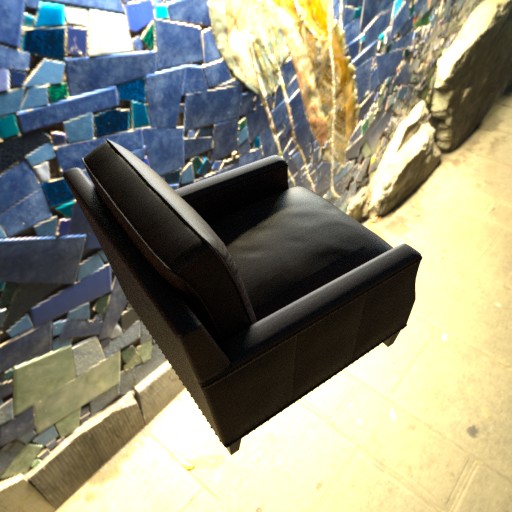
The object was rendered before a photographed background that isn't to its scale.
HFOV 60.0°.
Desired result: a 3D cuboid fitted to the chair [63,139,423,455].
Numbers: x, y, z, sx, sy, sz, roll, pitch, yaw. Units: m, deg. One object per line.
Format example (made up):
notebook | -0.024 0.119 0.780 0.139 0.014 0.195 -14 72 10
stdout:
chair | 0.000 0.000 1.681 1.014 0.929 0.853 -25 48 -25
